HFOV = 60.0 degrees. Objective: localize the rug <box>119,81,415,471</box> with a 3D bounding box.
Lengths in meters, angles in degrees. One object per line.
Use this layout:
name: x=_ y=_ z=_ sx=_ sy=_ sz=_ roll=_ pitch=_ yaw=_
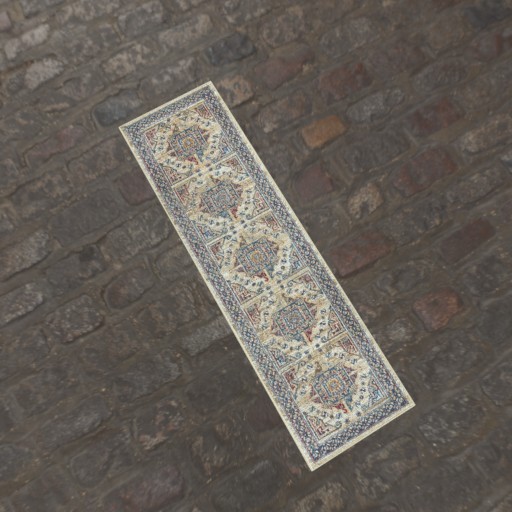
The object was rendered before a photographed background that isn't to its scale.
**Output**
rug: x=0.000 y=0.000 z=2.587 sx=0.661 sy=0.013 sz=2.297 roll=-29 pitch=78 yaw=-7
